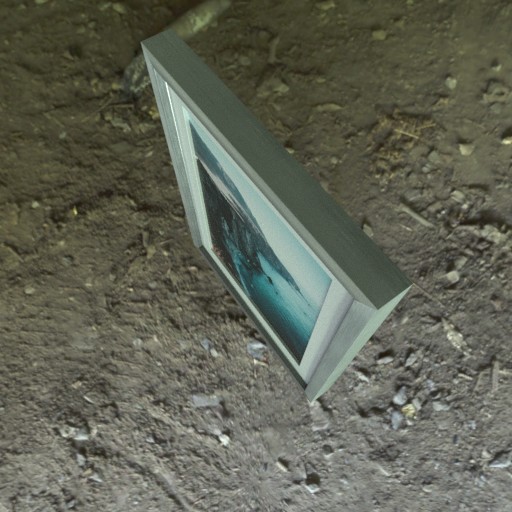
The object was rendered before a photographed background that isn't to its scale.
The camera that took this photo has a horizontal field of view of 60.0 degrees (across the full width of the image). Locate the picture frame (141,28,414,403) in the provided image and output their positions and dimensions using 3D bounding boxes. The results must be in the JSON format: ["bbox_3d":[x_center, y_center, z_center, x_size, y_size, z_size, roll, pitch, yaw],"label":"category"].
[{"bbox_3d":[0.000,0.000,0.743,0.046,0.555,0.449,-32,68,-15],"label":"picture frame"}]
